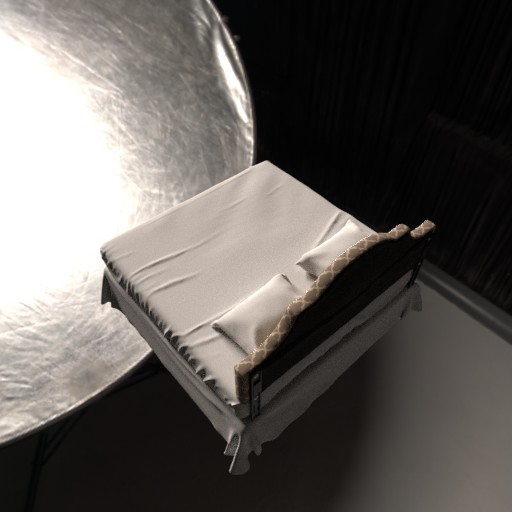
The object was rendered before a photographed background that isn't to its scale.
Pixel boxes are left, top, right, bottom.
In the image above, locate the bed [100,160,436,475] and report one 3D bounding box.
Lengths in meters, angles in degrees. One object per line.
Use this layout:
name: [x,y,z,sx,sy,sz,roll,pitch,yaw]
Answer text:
bed: [0.000,0.000,3.795,2.314,1.601,2.222,-32,54,-27]
